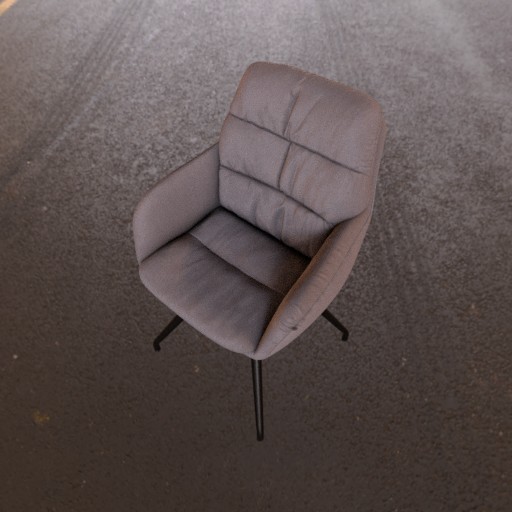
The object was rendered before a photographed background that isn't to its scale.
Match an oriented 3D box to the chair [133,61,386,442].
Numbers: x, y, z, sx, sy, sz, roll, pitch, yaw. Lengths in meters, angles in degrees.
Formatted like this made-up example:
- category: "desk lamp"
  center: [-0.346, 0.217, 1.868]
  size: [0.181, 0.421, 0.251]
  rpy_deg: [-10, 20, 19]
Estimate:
- category: "chair"
  center: [0.000, 0.000, 1.273]
  size: [0.579, 0.888, 0.569]
  rpy_deg: [32, 55, 27]
